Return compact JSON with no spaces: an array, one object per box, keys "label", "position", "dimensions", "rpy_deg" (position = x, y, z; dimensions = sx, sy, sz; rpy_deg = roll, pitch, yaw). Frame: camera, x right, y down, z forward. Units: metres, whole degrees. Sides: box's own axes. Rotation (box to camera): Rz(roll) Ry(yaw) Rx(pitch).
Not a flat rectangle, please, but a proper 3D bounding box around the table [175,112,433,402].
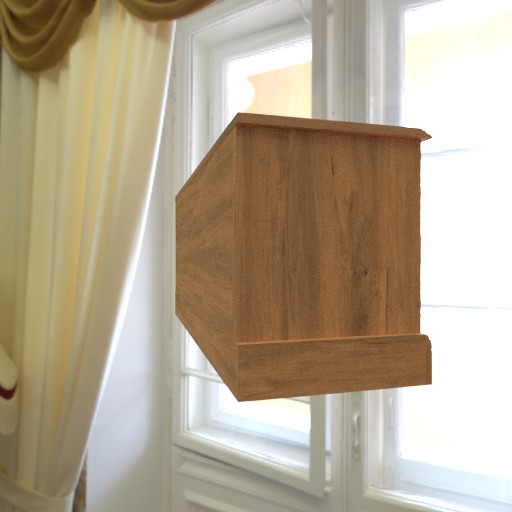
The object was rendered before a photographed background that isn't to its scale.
[{"label":"table","position":[0.000,0.000,1.410],"dimensions":[0.400,0.510,1.200],"rpy_deg":[0,0,-16]}]
